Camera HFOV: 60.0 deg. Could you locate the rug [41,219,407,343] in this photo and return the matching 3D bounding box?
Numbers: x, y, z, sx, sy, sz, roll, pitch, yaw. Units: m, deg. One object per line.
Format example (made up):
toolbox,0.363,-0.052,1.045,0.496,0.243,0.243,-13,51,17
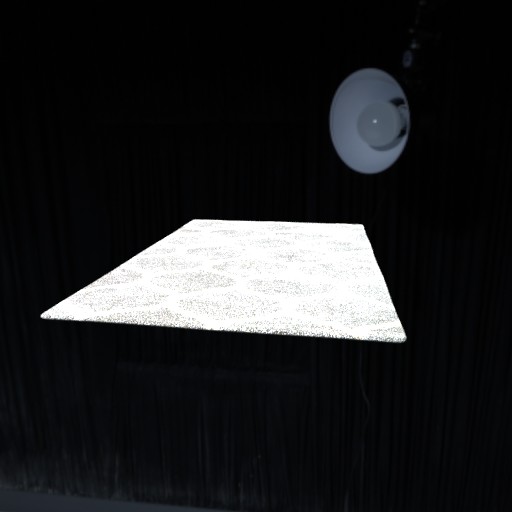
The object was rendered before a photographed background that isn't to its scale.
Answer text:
rug,0.000,0.000,3.397,1.801,0.026,2.701,2,15,9
